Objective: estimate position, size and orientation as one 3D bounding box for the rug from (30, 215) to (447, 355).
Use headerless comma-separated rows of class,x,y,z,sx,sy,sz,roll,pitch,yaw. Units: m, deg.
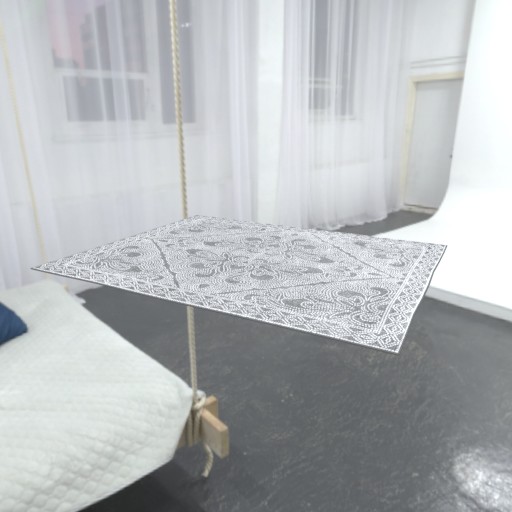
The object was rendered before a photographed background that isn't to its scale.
rug,0.000,0.000,4.072,3.048,0.012,2.438,9,20,27
